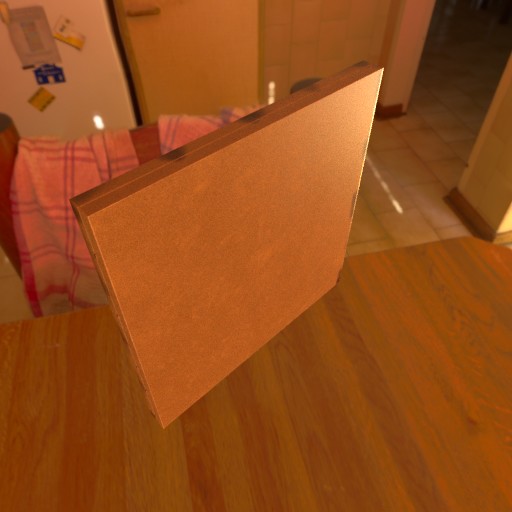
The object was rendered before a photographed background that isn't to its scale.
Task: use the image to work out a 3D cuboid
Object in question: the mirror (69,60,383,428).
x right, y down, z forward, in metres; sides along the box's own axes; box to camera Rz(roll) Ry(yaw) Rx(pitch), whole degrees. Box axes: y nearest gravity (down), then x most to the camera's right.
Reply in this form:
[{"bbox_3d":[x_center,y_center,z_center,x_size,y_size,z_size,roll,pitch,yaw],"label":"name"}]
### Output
[{"bbox_3d":[0.000,0.000,0.756,0.509,0.507,0.042,-35,55,-29],"label":"mirror"}]
